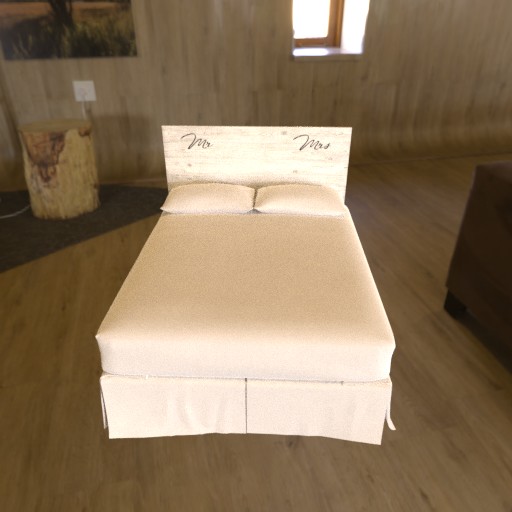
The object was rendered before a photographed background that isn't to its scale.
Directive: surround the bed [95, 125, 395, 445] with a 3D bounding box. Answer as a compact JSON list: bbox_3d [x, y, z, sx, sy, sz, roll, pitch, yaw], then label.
[{"bbox_3d":[0.000,0.000,3.157,1.745,1.335,2.094,1,29,2],"label":"bed"}]
